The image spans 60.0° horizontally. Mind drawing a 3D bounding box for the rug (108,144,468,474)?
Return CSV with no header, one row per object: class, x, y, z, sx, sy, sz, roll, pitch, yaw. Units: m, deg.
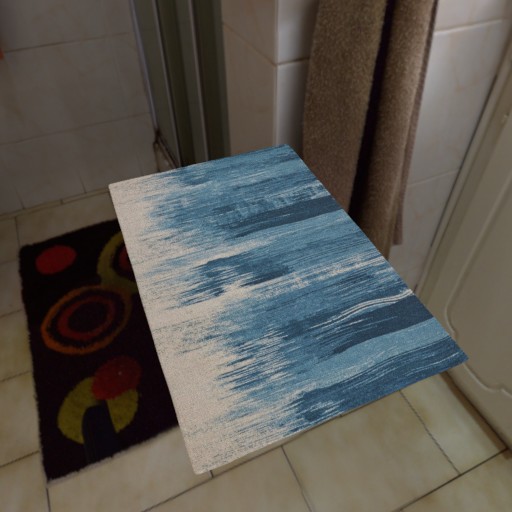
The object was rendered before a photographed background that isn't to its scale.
rug,0.000,0.000,2.314,1.232,0.009,1.836,-17,48,-15
